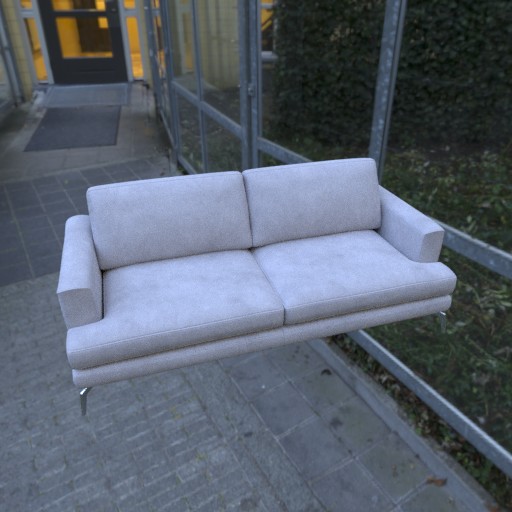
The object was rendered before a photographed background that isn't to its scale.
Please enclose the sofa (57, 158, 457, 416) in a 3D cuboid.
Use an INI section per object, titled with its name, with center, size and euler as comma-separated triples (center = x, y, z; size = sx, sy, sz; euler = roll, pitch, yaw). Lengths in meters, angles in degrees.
[sofa]
center = 0.000, 0.000, 2.496
size = 2.013, 0.830, 0.980
euler = -9, 32, -15
